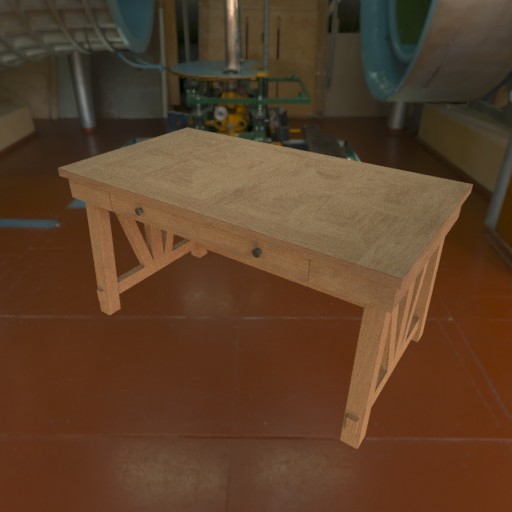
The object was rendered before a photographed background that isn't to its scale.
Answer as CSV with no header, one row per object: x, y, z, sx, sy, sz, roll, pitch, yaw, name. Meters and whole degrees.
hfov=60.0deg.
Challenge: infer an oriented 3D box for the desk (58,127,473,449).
0.000,0.000,2.006,1.499,0.762,0.813,20,36,29,desk
